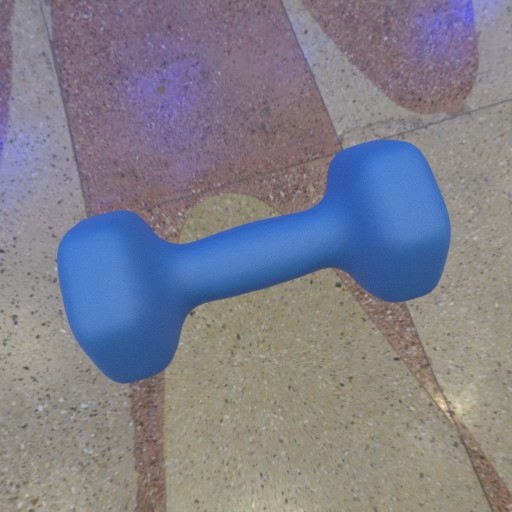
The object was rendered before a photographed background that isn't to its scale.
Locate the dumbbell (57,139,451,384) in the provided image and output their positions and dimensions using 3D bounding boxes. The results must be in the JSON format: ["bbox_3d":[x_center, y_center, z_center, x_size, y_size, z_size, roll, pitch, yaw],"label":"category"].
[{"bbox_3d":[0.000,0.000,0.264,0.212,0.093,0.103,-15,77,-4],"label":"dumbbell"}]
